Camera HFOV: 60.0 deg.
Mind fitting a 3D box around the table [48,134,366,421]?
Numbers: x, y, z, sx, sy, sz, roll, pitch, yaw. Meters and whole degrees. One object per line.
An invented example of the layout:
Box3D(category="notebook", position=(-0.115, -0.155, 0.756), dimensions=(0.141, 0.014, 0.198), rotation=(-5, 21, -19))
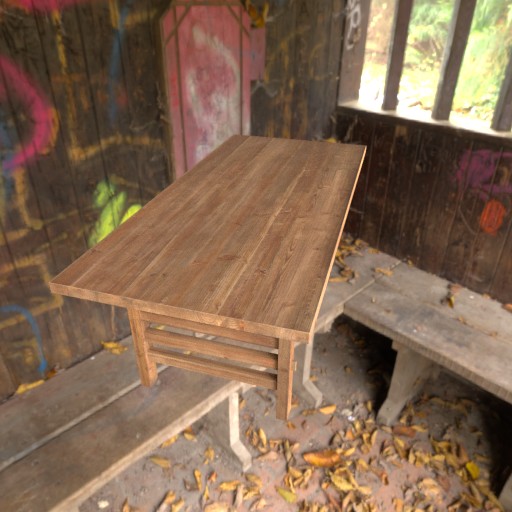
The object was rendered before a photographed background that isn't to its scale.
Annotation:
Box3D(category="table", position=(0.000, 0.000, 2.487), dimensions=(0.952, 0.760, 2.003), rotation=(9, 32, 14))
